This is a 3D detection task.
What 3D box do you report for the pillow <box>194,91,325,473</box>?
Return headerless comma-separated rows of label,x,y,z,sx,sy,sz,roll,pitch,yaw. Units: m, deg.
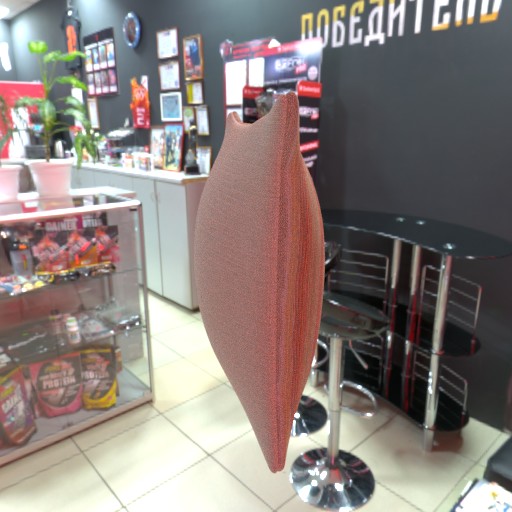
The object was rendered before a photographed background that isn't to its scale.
pillow,0.000,0.000,0.688,0.191,0.449,0.451,-3,16,-9
